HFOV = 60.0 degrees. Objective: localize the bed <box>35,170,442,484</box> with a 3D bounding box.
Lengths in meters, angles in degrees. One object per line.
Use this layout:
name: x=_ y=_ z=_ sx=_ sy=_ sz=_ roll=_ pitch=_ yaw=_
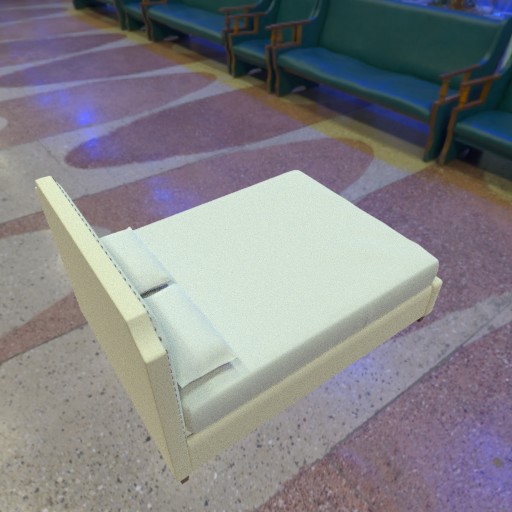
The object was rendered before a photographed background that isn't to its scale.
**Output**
bed: x=0.000 y=0.000 z=3.245 sx=2.329 sy=1.415 sz=1.703 roll=-25 pitch=46 yaw=-26
